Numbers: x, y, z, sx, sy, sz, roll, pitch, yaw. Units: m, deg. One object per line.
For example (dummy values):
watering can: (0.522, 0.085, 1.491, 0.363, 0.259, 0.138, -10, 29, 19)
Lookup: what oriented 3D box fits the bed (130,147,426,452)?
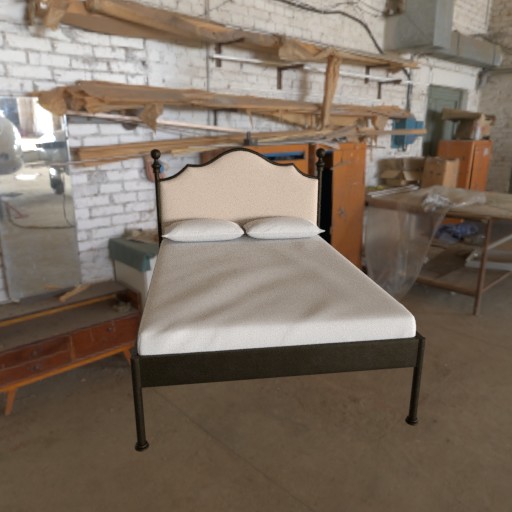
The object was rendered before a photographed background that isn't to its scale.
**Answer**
bed: (0.000, 0.000, 3.321, 1.642, 1.499, 2.224, -2, 16, -8)
